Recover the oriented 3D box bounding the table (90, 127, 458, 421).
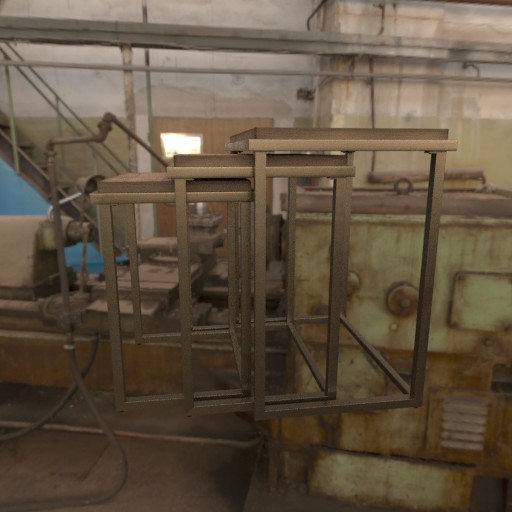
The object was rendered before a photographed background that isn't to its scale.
[{"bbox_3d":[0.000,0.000,1.140,0.706,0.610,0.559,-2,13,-8],"label":"table"}]
